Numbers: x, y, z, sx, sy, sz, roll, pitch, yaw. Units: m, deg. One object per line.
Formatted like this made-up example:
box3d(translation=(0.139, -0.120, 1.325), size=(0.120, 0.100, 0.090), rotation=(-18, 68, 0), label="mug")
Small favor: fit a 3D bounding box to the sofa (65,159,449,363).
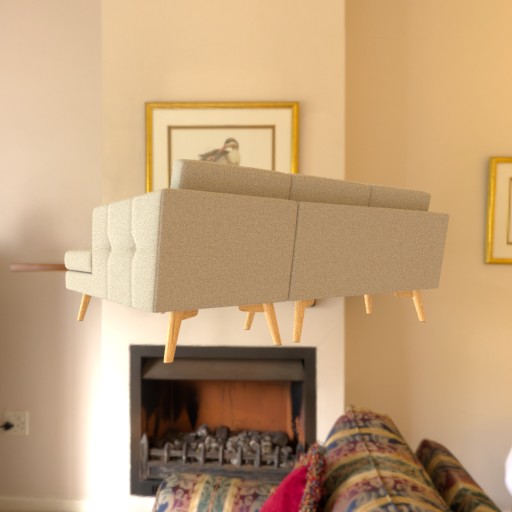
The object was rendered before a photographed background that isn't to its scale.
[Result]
box3d(translation=(0.000, 0.000, 2.913), size=(2.040, 0.860, 1.530), rotation=(-1, 1, -36), label="sofa")
